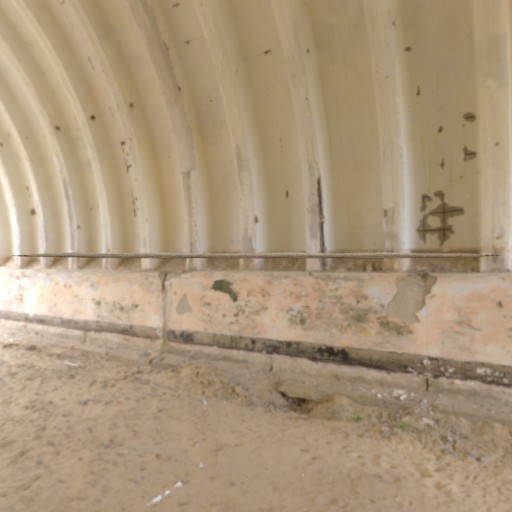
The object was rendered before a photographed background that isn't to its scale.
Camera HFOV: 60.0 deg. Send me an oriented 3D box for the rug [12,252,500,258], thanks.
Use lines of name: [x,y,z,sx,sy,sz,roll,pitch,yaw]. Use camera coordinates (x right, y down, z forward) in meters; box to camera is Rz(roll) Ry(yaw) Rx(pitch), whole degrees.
rug: [0.000,0.000,2.955,2.434,0.027,1.529,0,-1,-1]
